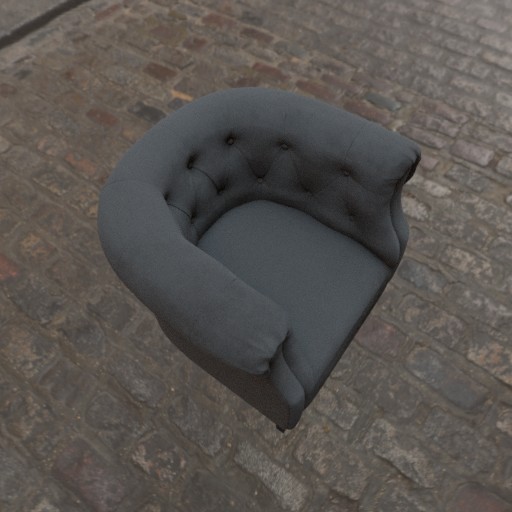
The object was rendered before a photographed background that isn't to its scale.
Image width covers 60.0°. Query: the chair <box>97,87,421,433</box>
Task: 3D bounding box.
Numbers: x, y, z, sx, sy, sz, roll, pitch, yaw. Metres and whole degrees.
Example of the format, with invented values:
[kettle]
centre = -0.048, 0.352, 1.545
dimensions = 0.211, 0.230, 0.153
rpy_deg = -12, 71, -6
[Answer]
[chair]
centre = 0.000, 0.000, 1.577
dimensions = 0.851, 0.826, 0.904
rpy_deg = 32, 63, 18
